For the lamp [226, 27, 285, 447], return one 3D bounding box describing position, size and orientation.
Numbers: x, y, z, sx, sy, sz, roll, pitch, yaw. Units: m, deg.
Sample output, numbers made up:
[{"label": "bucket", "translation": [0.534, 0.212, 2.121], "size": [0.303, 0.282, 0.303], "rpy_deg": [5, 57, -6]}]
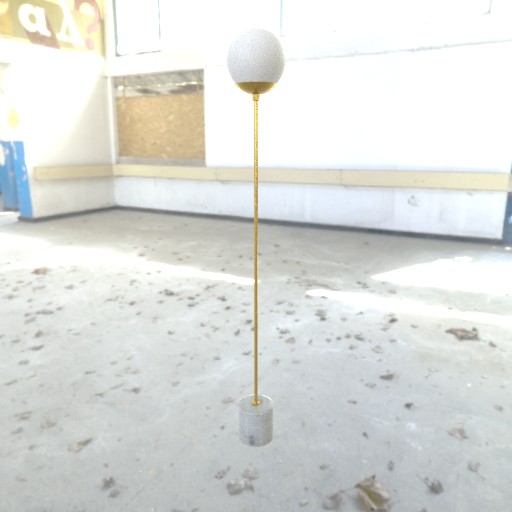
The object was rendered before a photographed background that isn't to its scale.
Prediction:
[{"label": "lamp", "translation": [0.000, 0.000, 1.870], "size": [0.224, 1.753, 0.224], "rpy_deg": [8, 16, 27]}]
